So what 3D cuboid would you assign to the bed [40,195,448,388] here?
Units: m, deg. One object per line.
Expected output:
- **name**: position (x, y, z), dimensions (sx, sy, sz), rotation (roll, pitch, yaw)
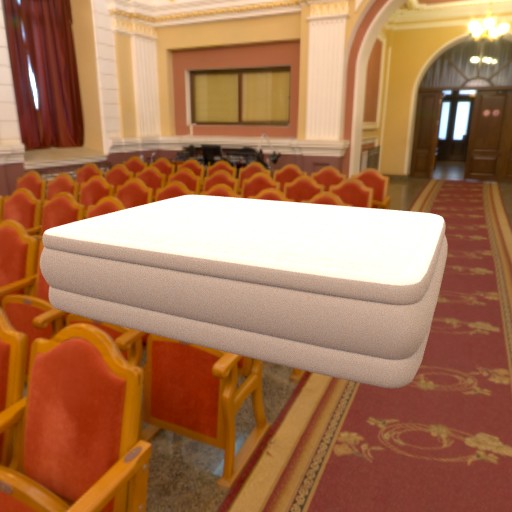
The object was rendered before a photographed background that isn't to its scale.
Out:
- **bed**: position (0.000, 0.000, 2.613), dimensions (2.036, 0.460, 1.520), rotation (8, 18, 24)
